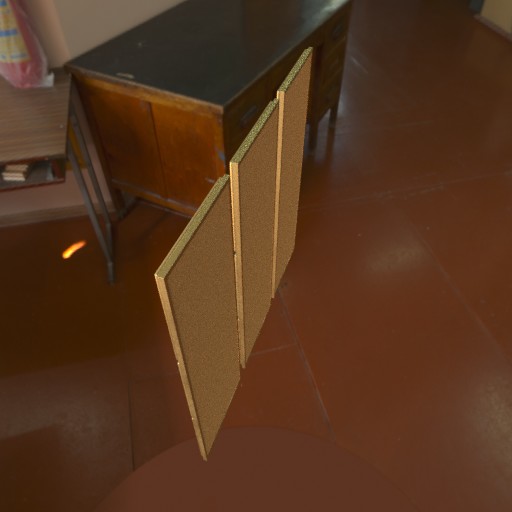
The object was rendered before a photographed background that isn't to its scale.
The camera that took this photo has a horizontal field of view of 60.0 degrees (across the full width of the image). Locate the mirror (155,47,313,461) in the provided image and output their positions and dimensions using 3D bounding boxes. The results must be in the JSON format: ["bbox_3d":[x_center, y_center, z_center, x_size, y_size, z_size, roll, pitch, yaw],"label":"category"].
[{"bbox_3d":[0.000,0.000,1.426,0.023,0.926,1.011,15,49,13],"label":"mirror"}]
